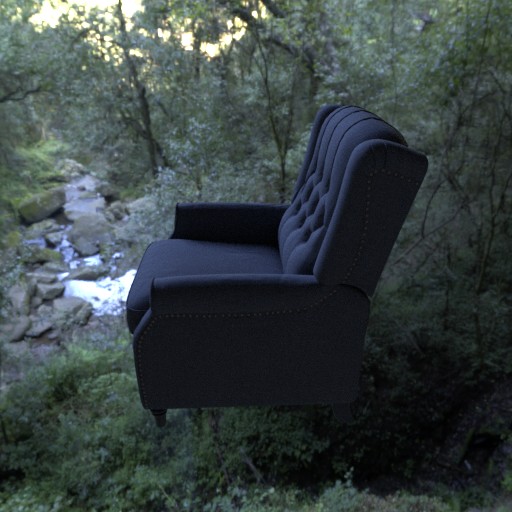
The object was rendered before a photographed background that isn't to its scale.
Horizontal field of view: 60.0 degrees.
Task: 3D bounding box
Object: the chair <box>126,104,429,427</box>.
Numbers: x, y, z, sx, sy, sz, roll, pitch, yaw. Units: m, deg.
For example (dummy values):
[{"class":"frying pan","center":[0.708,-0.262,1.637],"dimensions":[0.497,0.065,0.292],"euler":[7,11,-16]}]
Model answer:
[{"class":"chair","center":[0.000,0.000,1.638],"dimensions":[0.898,1.035,0.742],"euler":[-1,27,-2]}]
